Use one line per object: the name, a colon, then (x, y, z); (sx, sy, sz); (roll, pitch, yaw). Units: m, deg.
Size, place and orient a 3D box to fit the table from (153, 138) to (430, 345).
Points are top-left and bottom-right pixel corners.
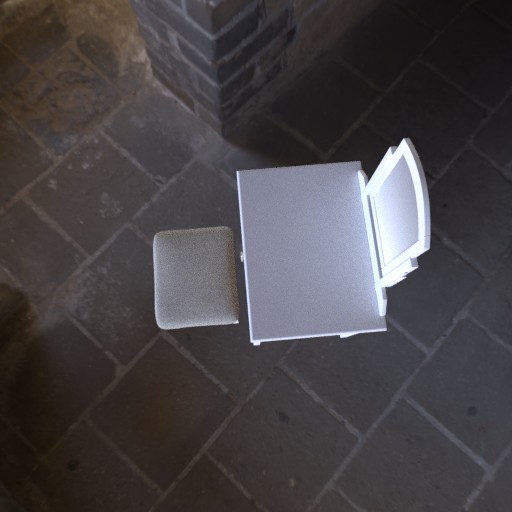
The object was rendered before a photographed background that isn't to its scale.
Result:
table: (0.000, 0.000, 2.280); (1.211, 1.631, 0.876); (-5, 76, -1)
